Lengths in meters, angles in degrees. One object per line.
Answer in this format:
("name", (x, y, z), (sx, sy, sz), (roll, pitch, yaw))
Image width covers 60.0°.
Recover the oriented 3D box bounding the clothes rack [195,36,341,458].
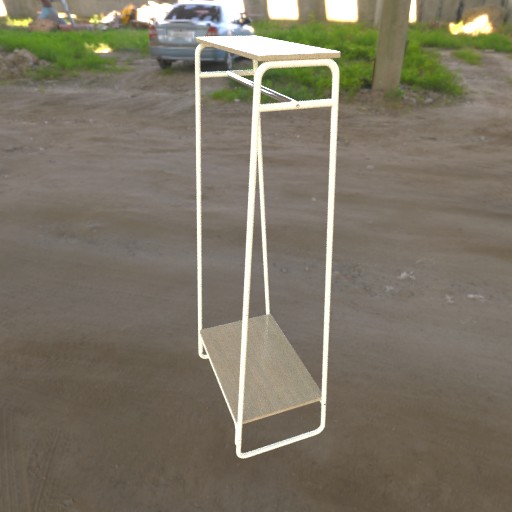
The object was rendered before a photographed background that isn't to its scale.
("clothes rack", (0.000, 0.000, 1.743), (0.400, 1.512, 0.640), (-11, 32, -18))
